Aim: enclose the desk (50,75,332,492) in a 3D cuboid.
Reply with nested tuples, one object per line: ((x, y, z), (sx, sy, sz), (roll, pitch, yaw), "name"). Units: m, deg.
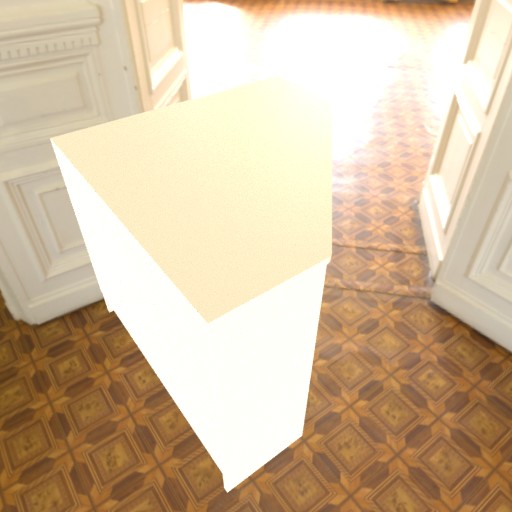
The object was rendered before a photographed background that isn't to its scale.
((0.000, 0.000, 1.599), (0.926, 0.818, 0.940), (-26, 48, -26), "desk")
